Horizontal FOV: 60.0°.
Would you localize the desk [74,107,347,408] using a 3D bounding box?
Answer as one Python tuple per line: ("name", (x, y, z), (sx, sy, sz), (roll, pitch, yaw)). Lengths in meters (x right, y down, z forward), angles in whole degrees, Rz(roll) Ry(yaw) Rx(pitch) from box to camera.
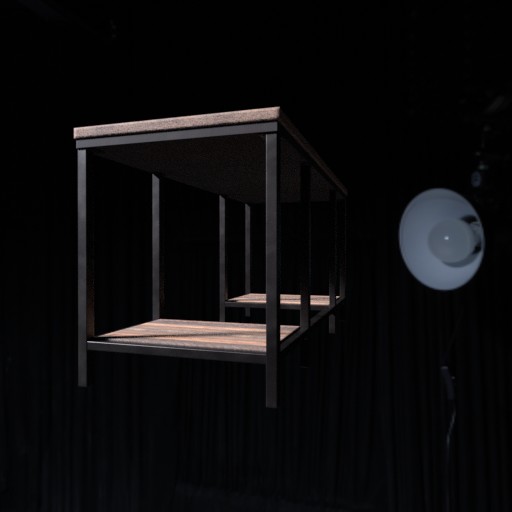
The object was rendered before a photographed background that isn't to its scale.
("desk", (0.000, 0.000, 1.929), (0.617, 0.753, 1.538), (0, 0, 18))
